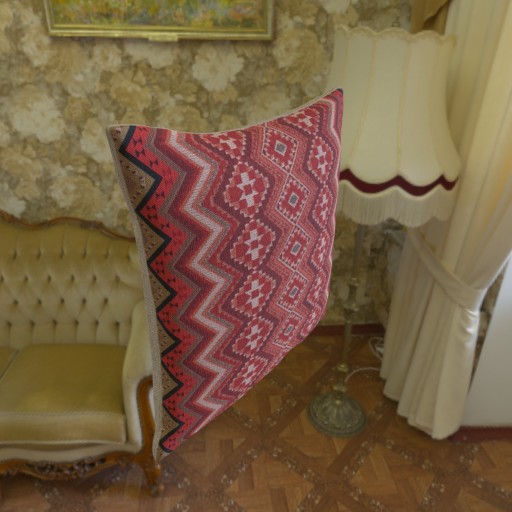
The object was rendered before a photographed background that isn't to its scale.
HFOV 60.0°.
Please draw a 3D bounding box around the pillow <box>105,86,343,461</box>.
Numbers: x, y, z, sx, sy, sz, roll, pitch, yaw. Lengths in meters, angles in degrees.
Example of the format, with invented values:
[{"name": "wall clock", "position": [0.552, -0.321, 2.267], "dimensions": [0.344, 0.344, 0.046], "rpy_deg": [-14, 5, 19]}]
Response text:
[{"name": "pillow", "position": [0.000, 0.000, 0.758], "dimensions": [0.158, 0.511, 0.513], "rpy_deg": [19, 32, 34]}]
